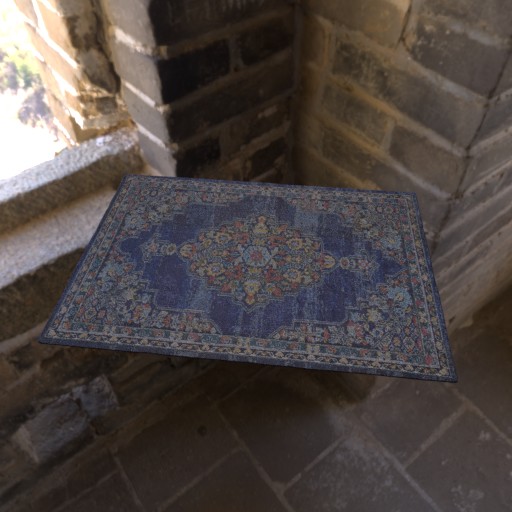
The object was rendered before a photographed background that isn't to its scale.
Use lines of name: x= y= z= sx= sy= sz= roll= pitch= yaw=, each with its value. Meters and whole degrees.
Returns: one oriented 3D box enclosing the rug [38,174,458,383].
rug: x=0.000 y=0.000 z=3.756 sx=2.940 sy=0.011 sz=2.053 roll=4 pitch=46 yaw=4
